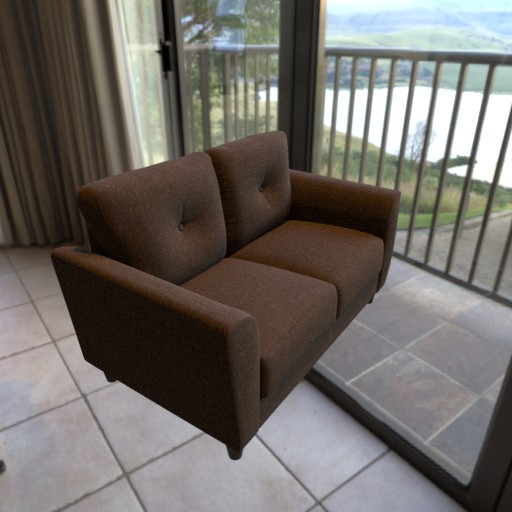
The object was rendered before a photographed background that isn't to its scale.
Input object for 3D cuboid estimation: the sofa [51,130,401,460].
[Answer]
[{"bbox_3d":[0.000,0.000,1.993,0.851,0.885,1.423,17,32,31],"label":"sofa"}]
